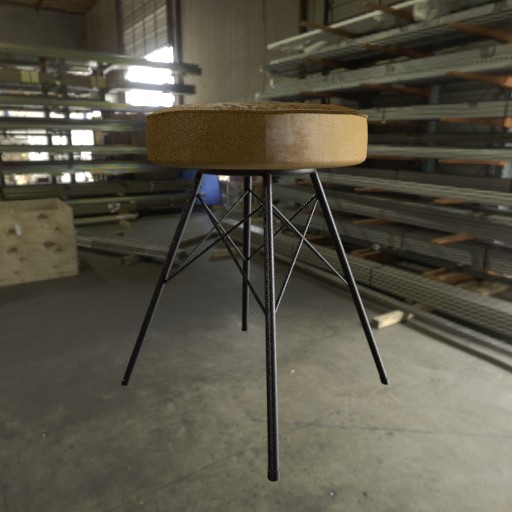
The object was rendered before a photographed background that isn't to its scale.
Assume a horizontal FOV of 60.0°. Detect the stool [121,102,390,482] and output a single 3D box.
[{"bbox_3d":[0.000,0.000,0.936,0.472,0.595,0.438,13,20,42],"label":"stool"}]
